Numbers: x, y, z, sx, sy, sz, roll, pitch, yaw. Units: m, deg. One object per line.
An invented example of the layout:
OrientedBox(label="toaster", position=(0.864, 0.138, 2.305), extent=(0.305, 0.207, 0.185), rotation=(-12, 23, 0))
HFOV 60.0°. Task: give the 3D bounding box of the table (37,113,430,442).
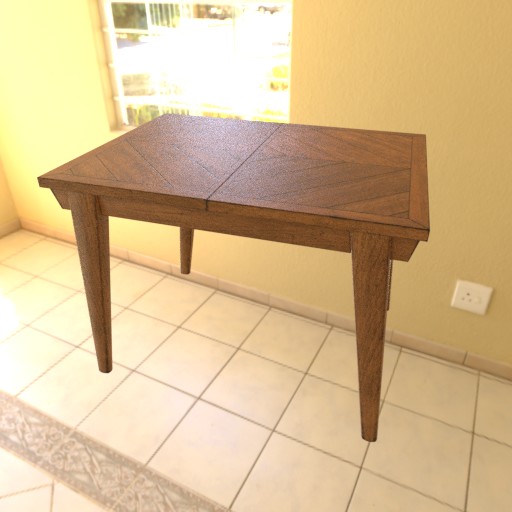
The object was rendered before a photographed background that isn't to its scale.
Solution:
OrientedBox(label="table", position=(0.000, 0.000, 1.594), extent=(1.027, 0.760, 0.757), rotation=(9, 33, 15))
